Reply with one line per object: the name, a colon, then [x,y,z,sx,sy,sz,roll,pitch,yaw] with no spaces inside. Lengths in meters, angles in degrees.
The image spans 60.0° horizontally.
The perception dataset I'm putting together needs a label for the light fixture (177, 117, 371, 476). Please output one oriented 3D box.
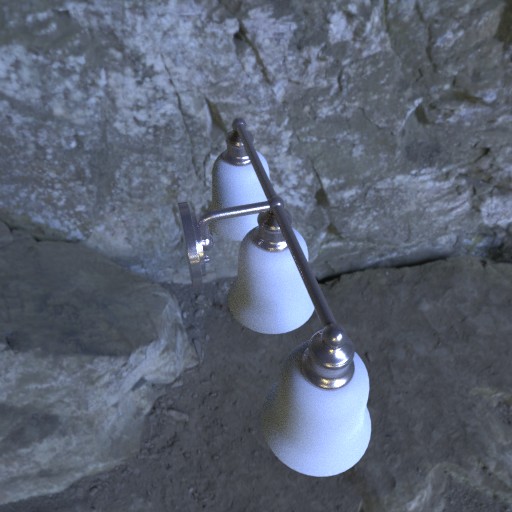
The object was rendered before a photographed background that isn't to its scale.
light fixture: [0.000,0.000,0.651,0.198,0.211,0.570,-11,47,-10]
